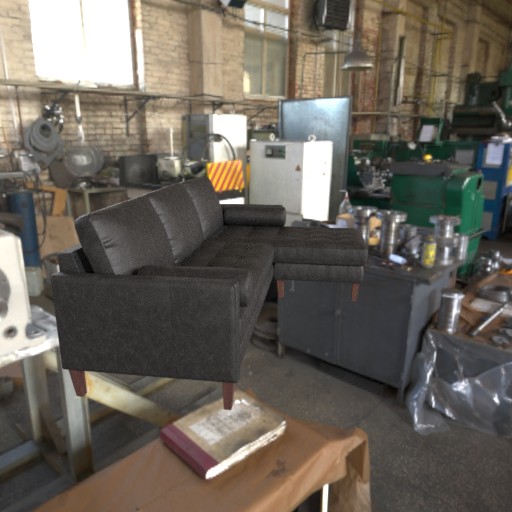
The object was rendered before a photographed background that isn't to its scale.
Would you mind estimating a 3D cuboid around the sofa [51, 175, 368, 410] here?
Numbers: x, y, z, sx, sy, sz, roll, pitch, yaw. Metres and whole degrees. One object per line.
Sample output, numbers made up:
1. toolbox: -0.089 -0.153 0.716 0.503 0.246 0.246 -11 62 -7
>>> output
1. sofa: 0.000 0.000 2.885 1.497 0.876 2.178 2 15 8
